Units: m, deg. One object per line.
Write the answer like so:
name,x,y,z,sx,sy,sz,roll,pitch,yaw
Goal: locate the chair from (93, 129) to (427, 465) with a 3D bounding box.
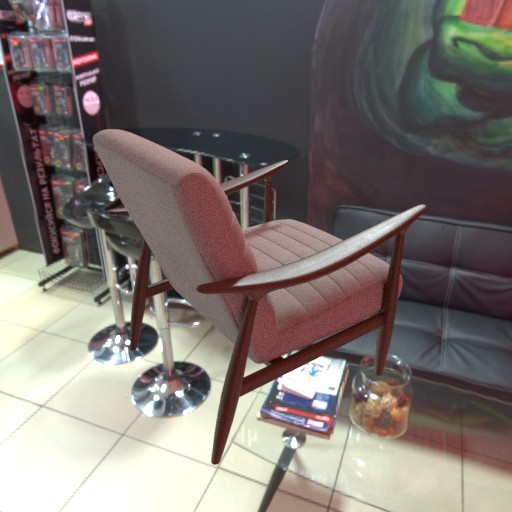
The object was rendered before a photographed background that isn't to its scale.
chair,0.000,0.000,1.463,0.798,0.832,0.741,-18,31,-31
